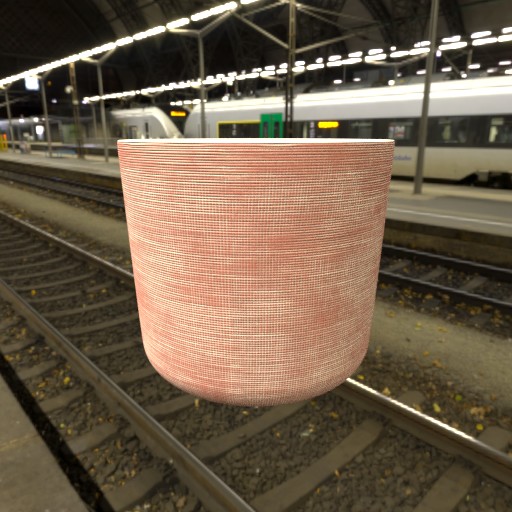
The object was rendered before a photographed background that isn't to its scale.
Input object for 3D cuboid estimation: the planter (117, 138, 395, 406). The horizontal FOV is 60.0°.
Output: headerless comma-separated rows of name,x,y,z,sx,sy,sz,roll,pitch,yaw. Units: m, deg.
planter,0.000,0.000,0.785,0.440,0.398,0.440,0,15,0
